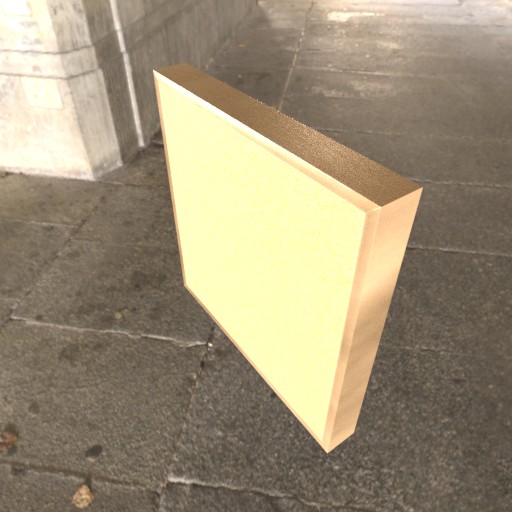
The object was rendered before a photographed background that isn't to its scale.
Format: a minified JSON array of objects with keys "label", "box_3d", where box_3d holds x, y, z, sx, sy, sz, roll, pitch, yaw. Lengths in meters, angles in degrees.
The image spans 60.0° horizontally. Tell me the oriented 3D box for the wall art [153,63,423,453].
[{"label":"wall art","box_3d":[0.000,0.000,0.461,0.038,0.303,0.305,-25,46,-26]}]
